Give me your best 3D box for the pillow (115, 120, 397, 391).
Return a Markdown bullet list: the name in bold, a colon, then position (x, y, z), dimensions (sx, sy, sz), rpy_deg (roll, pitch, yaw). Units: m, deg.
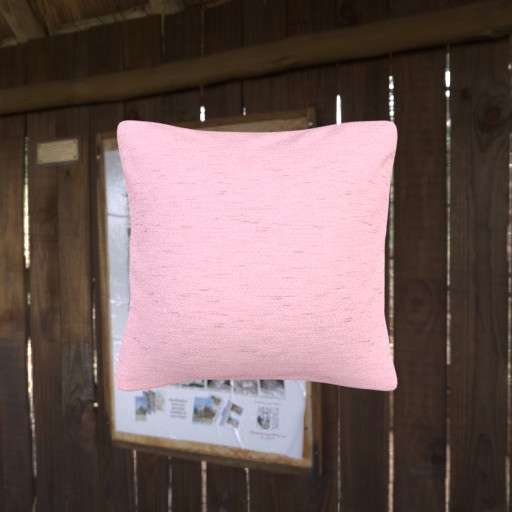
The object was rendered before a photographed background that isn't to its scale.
- **pillow**: position (0.000, 0.000, 0.682), dimensions (0.432, 0.415, 0.246), rpy_deg (0, 1, 0)
